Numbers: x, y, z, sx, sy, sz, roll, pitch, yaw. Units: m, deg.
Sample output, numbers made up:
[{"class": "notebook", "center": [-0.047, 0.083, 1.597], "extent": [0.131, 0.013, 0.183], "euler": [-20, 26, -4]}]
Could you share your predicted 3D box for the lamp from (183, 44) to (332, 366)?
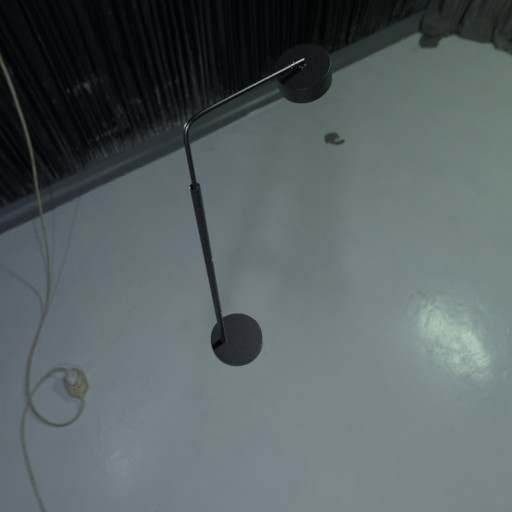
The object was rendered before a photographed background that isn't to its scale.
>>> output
[{"class": "lamp", "center": [0.000, 0.000, 1.377], "extent": [0.418, 1.230, 0.219], "euler": [-33, 65, -17]}]
